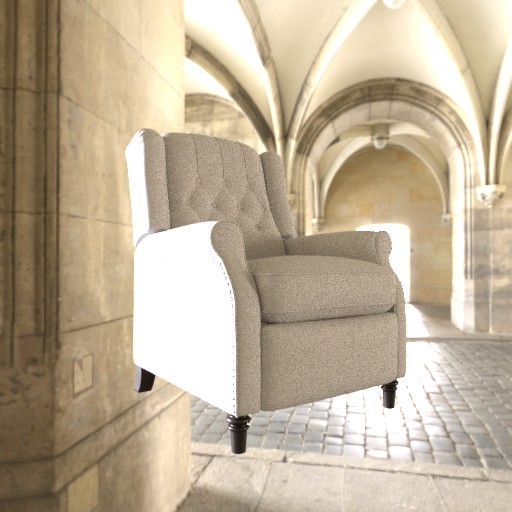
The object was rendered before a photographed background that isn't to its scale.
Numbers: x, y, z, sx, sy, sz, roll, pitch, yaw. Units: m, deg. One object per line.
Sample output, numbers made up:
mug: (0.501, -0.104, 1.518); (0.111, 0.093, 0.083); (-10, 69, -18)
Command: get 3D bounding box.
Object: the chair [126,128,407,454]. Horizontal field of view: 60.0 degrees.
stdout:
chair: (0.000, 0.000, 1.620); (0.742, 1.035, 0.902); (1, -1, -35)
